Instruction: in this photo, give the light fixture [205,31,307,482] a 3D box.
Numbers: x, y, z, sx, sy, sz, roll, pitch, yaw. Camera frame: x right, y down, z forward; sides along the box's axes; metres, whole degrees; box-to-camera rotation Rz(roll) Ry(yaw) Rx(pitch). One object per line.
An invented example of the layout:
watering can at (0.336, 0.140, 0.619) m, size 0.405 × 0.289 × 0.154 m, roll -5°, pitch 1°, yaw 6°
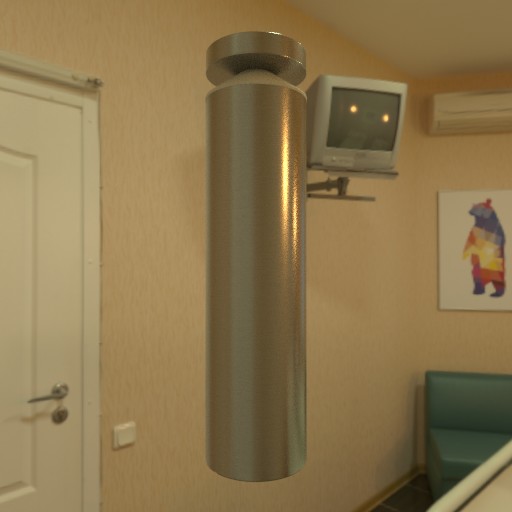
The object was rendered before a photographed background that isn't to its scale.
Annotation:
light fixture at (0.000, 0.000, 0.443) m, size 0.102 × 0.400 × 0.102 m, roll 0°, pitch 0°, yaw 17°
